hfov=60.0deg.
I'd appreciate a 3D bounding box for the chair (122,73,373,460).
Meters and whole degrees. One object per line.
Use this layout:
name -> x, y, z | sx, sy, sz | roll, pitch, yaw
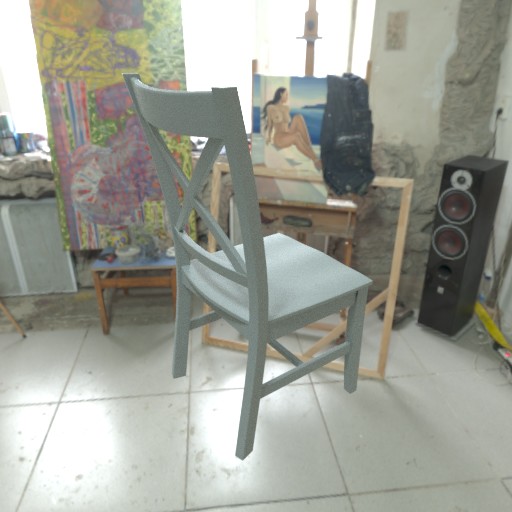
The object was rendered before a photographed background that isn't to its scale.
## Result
chair -> 0.000, 0.000, 1.295 | 0.542, 0.983, 0.485 | -17, 31, -32
